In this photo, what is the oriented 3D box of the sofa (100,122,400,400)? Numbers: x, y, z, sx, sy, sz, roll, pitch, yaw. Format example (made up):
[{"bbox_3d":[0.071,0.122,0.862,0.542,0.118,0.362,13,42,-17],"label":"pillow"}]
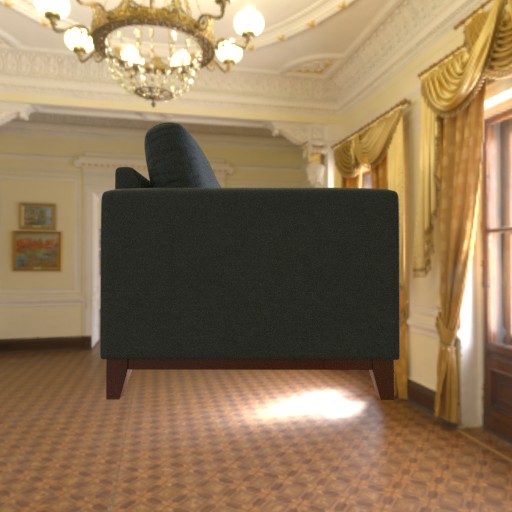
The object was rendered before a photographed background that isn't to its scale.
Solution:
[{"bbox_3d":[0.000,0.000,2.085,0.955,0.903,1.489,0,-1,0],"label":"sofa"}]
